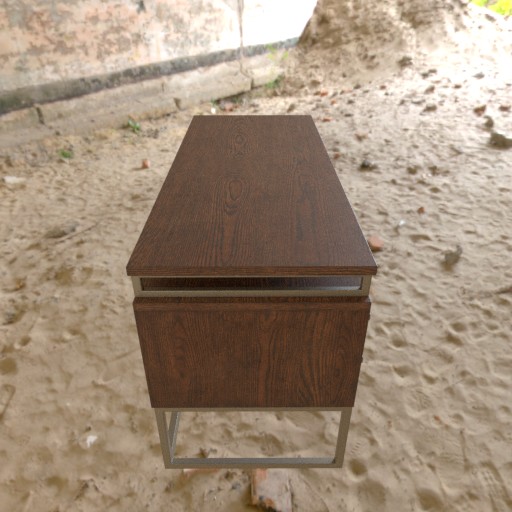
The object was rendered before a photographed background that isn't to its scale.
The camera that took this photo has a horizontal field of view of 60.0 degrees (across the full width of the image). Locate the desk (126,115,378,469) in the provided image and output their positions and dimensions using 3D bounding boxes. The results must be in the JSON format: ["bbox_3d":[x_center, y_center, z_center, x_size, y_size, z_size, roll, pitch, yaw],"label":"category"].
[{"bbox_3d":[0.000,0.000,1.820,0.610,0.792,1.384,0,32,0],"label":"desk"}]
